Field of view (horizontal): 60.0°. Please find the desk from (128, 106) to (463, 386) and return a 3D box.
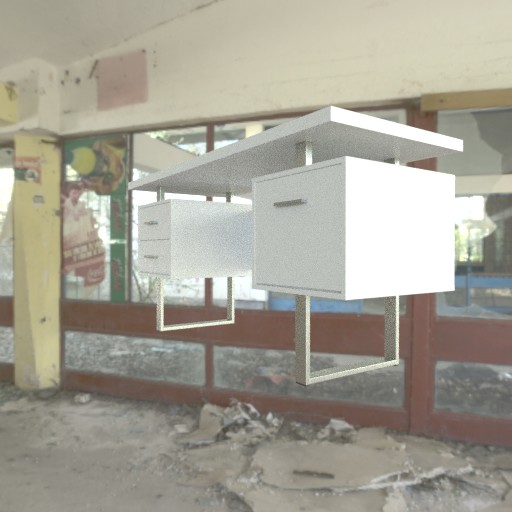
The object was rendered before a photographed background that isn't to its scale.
[{"bbox_3d":[0.000,0.000,1.919,0.603,0.773,1.530,0,1,-35],"label":"desk"}]
